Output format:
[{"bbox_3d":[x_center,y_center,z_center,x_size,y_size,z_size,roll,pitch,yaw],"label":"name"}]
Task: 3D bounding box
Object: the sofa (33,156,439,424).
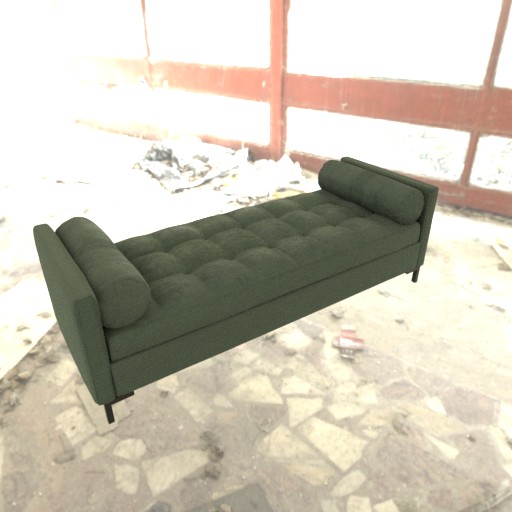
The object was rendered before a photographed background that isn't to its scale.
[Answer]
[{"bbox_3d":[0.000,0.000,2.524,2.130,0.681,0.817,-18,34,-29],"label":"sofa"}]
